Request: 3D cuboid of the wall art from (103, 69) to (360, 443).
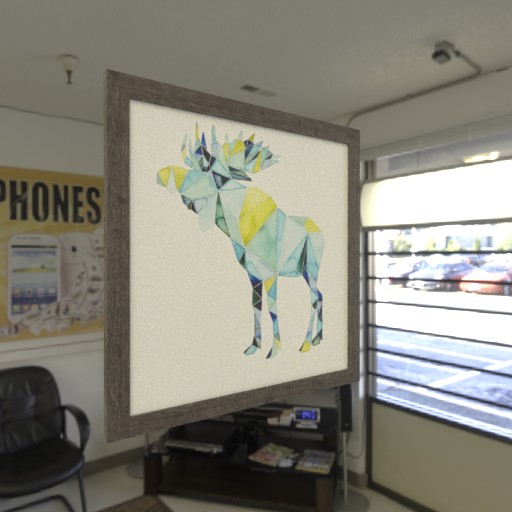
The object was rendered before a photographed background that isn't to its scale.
[{"bbox_3d":[0.000,0.000,0.679,0.457,0.457,0.013,0,0,-36],"label":"wall art"}]
